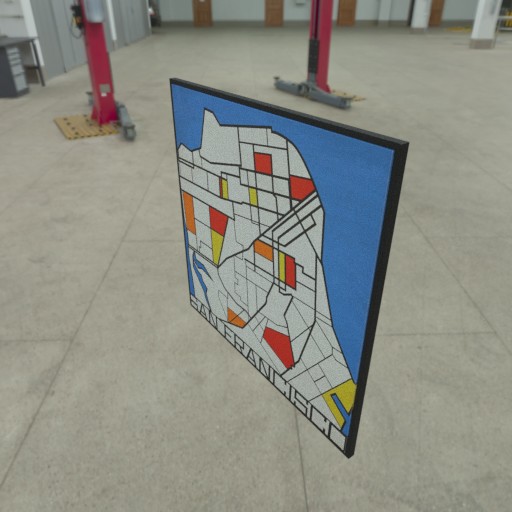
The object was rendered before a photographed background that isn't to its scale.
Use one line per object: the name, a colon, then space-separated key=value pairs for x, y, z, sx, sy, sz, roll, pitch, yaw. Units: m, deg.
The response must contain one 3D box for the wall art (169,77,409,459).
wall art: x=0.000 y=0.000 z=0.681 sx=0.013 sy=0.457 sz=0.458 roll=-21 pitch=36 yaw=-31
